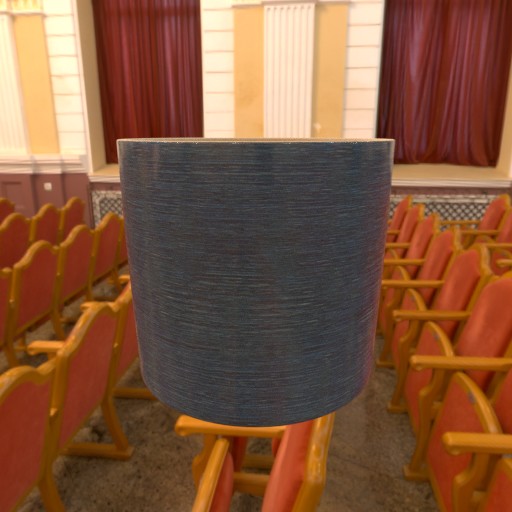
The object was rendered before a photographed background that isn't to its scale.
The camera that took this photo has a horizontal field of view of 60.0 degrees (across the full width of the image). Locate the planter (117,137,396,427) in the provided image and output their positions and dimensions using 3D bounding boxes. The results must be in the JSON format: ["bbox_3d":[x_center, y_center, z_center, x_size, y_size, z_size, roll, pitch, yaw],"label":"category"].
[{"bbox_3d":[0.000,0.000,0.394,0.221,0.201,0.221,0,16,0],"label":"planter"}]
